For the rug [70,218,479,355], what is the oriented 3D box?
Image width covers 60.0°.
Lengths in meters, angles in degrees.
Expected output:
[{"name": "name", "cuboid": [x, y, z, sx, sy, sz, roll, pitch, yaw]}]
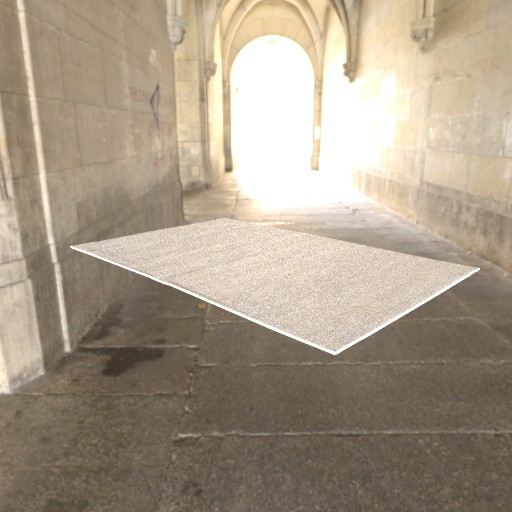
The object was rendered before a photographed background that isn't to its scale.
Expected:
[{"name": "rug", "cuboid": [0.000, 0.000, 2.307, 1.820, 0.022, 1.179, 15, 21, 43]}]
